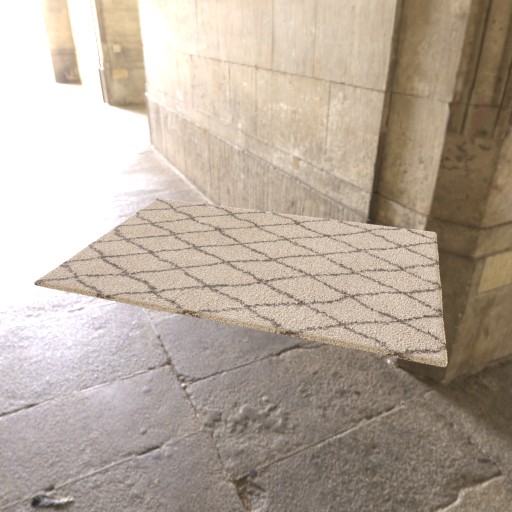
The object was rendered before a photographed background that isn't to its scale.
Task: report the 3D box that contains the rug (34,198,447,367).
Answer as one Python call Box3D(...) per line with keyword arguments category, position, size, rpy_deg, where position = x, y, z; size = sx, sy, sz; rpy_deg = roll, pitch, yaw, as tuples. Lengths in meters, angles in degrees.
Box3D(category="rug", position=(0.000, 0.000, 3.503), size=(2.743, 0.030, 1.778), rpy_deg=(9, 29, 16))
